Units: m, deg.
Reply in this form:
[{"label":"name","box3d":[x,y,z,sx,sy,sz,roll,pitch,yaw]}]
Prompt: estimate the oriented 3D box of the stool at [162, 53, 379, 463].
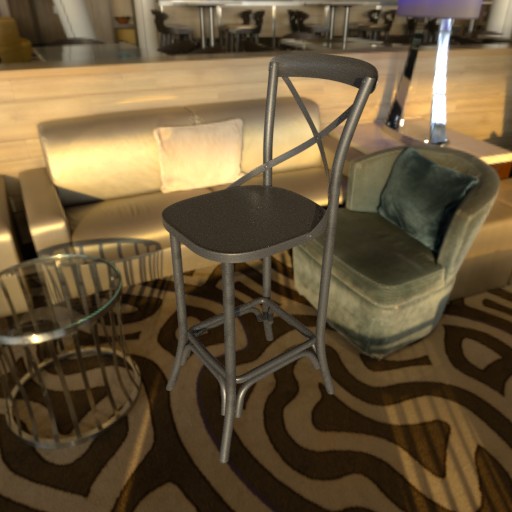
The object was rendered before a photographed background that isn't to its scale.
[{"label":"stool","box3d":[0.000,0.000,1.446,0.584,1.168,0.457,-20,35,-31]}]
